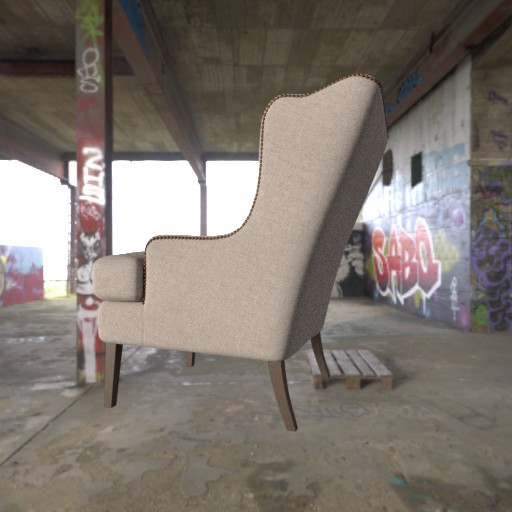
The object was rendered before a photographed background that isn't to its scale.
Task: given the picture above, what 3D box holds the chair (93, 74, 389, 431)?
[{"bbox_3d":[0.000,0.000,1.664,0.940,1.029,0.737,0,0,19],"label":"chair"}]
